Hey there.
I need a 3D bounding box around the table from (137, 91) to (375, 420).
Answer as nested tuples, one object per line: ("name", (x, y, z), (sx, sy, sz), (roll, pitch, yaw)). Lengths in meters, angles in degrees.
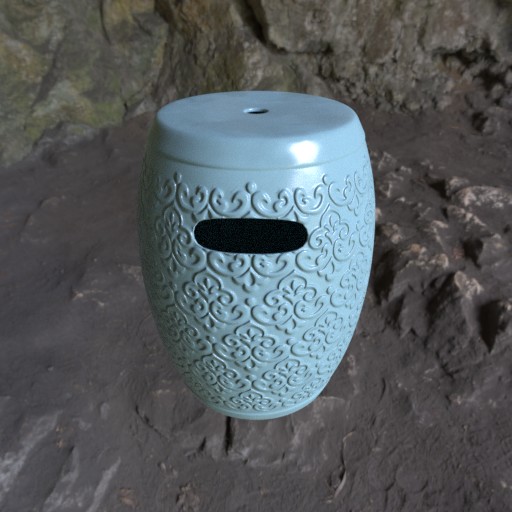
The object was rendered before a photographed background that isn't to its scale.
("table", (0.000, 0.000, 0.615), (0.309, 0.397, 0.309), (0, 31, 0))
